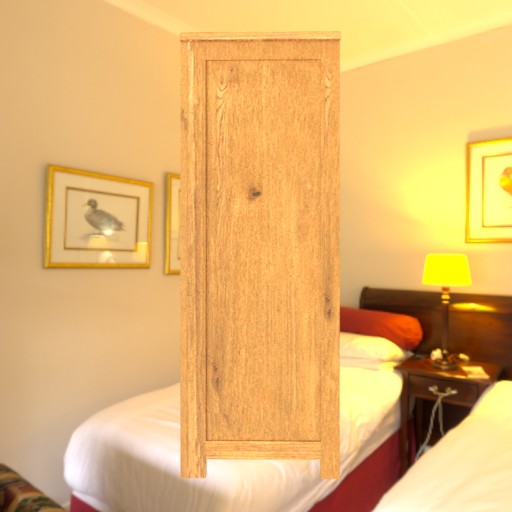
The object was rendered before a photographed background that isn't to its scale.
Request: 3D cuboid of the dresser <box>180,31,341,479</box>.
[{"bbox_3d":[0.000,0.000,1.950,0.558,1.431,1.081,0,0,1],"label":"dresser"}]
